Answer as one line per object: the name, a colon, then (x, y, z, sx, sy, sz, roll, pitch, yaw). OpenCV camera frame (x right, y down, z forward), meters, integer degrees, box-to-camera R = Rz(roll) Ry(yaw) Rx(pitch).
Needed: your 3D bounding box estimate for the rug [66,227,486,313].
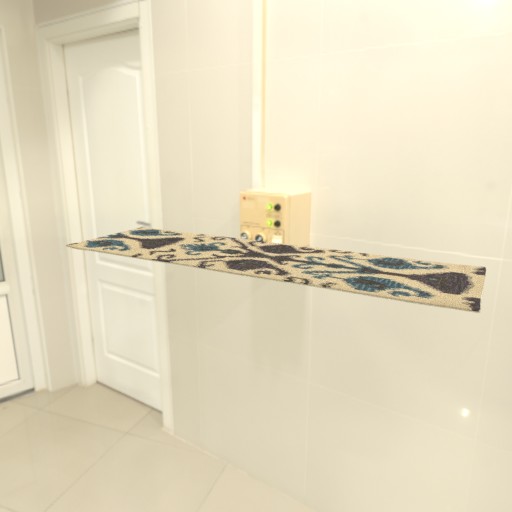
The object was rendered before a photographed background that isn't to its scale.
rug: (0.000, 0.000, 2.494, 2.301, 0.017, 0.692, 8, 17, 27)
